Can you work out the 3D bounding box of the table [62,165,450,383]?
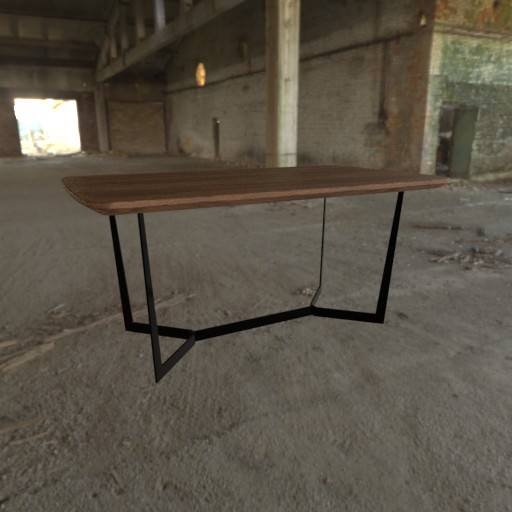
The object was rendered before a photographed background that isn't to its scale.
[{"bbox_3d":[0.000,0.000,2.178,1.643,0.765,0.949,-8,18,-27],"label":"table"}]
